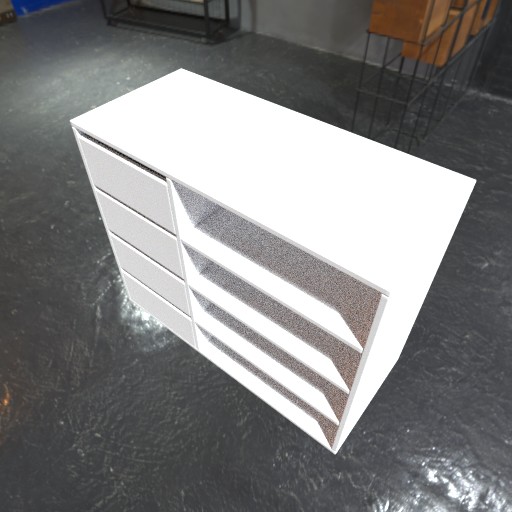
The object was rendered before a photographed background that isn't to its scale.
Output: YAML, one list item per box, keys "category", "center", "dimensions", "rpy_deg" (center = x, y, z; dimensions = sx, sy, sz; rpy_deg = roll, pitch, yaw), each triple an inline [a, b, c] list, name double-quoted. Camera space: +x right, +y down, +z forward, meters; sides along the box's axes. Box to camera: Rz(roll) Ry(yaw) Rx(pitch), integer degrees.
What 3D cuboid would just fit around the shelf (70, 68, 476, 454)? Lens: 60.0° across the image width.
- category: "shelf"
  center: [0.000, 0.000, 1.300]
  dimensions: [0.895, 0.732, 0.396]
  rpy_deg: [30, 53, 26]
